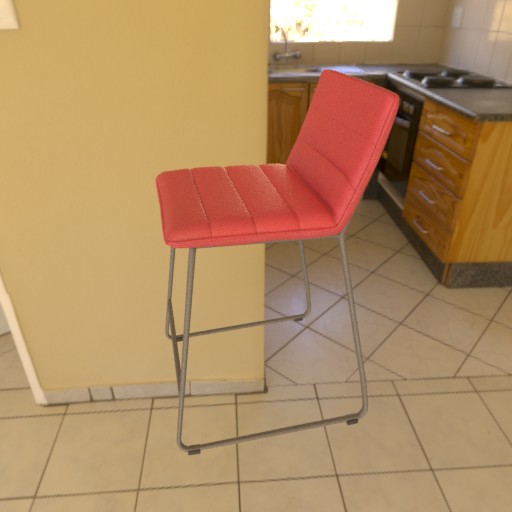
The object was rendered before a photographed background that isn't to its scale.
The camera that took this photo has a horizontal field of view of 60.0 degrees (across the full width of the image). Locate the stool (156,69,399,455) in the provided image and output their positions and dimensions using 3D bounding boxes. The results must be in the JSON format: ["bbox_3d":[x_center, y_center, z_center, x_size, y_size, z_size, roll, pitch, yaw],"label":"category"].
[{"bbox_3d":[0.000,0.000,1.170,0.524,0.866,0.489,-7,31,-12],"label":"stool"}]
